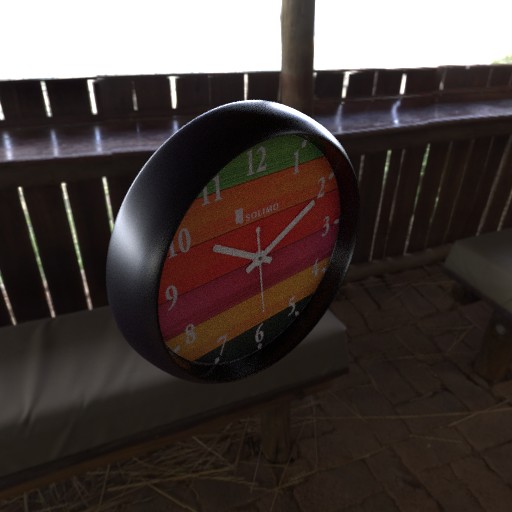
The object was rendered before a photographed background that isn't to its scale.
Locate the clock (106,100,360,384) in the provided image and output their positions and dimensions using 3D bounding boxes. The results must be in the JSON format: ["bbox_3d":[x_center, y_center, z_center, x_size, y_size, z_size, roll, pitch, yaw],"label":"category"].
[{"bbox_3d":[0.000,0.000,0.458,0.300,0.300,0.060,-24,38,-34],"label":"clock"}]
